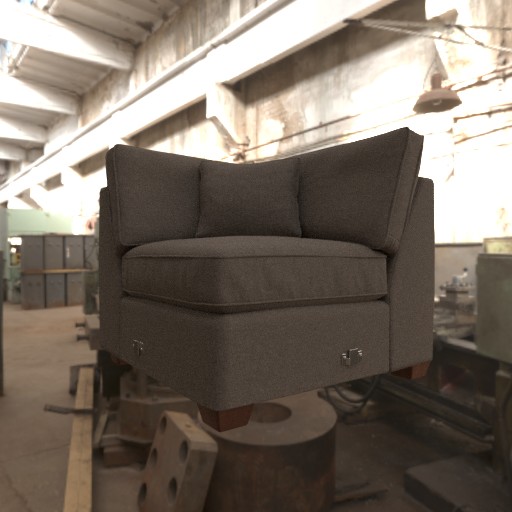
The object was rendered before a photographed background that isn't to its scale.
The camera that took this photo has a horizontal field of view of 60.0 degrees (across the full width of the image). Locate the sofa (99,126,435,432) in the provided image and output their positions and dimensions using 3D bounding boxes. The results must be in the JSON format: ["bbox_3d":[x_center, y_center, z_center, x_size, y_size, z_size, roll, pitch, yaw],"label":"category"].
[{"bbox_3d":[0.000,0.000,1.955,1.084,1.002,1.146,0,0,-36],"label":"sofa"}]
